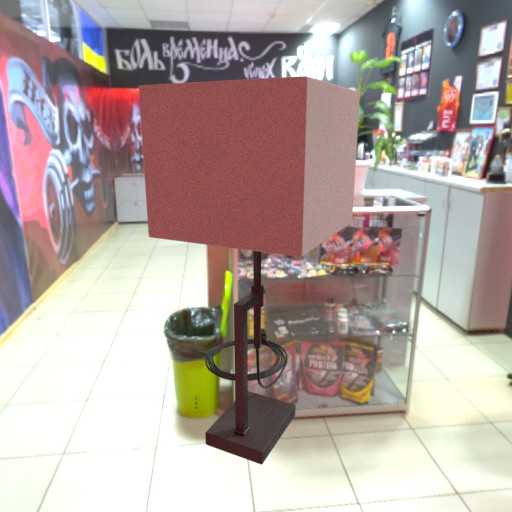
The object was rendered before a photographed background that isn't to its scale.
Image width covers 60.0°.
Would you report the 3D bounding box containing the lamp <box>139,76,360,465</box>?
[{"bbox_3d":[0.000,0.000,0.963,0.399,0.660,0.504,8,18,25],"label":"lamp"}]
